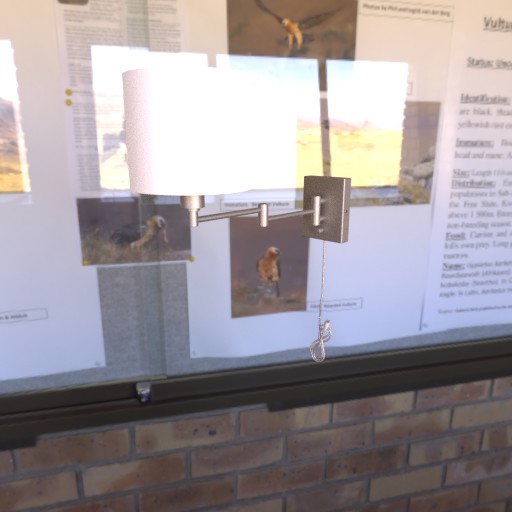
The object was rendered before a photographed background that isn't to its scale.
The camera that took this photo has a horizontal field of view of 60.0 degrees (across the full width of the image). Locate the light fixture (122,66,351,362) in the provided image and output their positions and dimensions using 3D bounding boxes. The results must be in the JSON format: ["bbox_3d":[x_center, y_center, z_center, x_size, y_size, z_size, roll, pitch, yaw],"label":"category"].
[{"bbox_3d":[0.000,0.000,0.900,0.203,0.651,0.516,14,20,42],"label":"light fixture"}]
